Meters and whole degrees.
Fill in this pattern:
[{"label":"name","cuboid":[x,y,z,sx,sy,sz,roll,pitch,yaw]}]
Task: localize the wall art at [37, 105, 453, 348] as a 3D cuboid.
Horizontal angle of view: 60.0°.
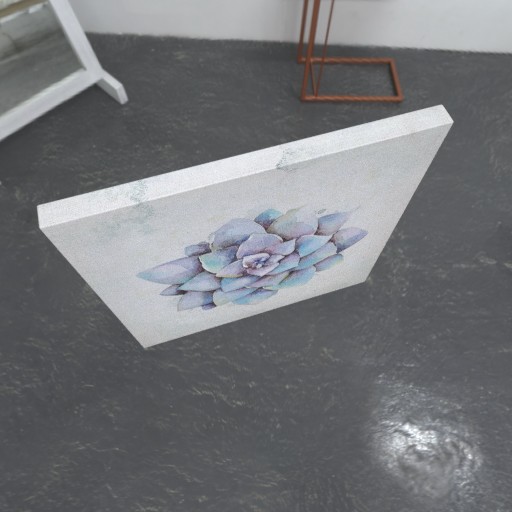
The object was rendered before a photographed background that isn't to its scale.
[{"label":"wall art","cuboid":[0.000,0.000,0.906,0.612,0.612,0.040,-16,65,-8]}]
